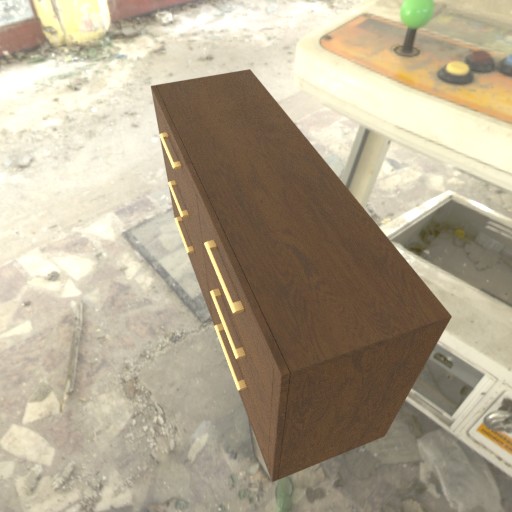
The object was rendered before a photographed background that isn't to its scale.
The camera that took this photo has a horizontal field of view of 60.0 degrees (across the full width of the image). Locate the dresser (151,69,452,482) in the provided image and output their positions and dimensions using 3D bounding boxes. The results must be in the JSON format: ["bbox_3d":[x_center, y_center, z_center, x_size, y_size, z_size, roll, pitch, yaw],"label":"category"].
[{"bbox_3d":[0.000,0.000,1.894,0.512,0.889,1.523,-15,49,-14],"label":"dresser"}]
